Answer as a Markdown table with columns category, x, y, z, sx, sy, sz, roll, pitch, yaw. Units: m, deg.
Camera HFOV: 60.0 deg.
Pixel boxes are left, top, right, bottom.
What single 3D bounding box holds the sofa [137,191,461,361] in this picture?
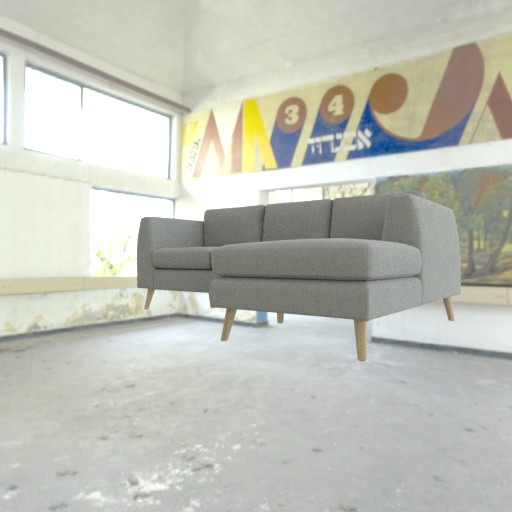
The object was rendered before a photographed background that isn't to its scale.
| category | x | y | z | sx | sy | sz | roll | pitch | yaw |
| --- | --- | --- | --- | --- | --- | --- | --- | --- | --- |
| sofa | 0.000 | 0.000 | 3.026 | 2.300 | 0.860 | 1.580 | 0 | -1 | 37 |
